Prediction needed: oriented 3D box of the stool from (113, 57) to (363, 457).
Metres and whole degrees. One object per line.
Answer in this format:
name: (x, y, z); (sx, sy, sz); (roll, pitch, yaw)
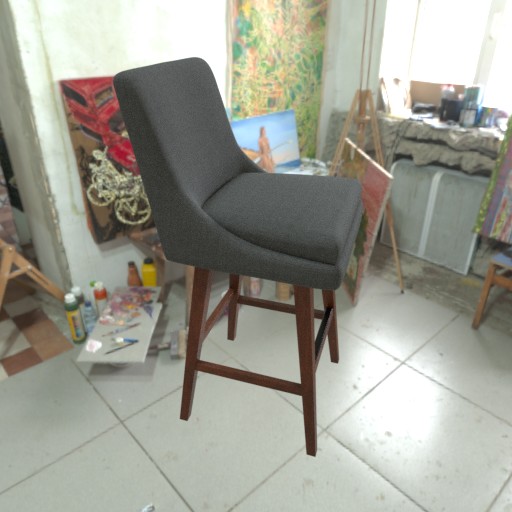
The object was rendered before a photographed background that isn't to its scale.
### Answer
stool: (0.000, 0.000, 1.231); (0.524, 0.977, 0.447); (9, 30, 16)
